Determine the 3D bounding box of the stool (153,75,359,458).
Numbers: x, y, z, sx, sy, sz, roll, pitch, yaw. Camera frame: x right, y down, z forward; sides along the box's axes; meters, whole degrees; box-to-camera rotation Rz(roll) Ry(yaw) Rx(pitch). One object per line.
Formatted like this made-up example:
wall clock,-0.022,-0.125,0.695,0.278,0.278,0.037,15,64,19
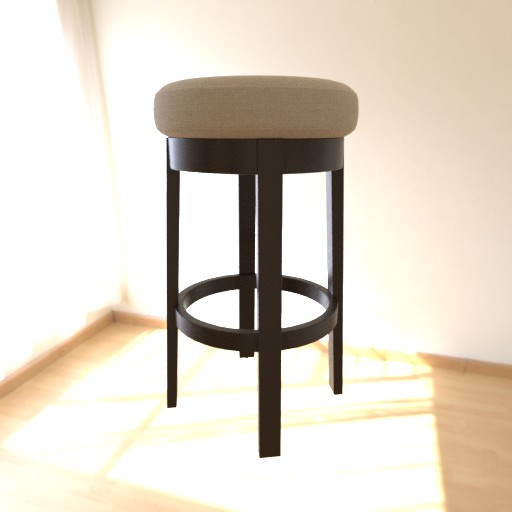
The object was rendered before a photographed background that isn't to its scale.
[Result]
stool,0.000,0.000,1.033,0.446,0.758,0.446,0,16,0
